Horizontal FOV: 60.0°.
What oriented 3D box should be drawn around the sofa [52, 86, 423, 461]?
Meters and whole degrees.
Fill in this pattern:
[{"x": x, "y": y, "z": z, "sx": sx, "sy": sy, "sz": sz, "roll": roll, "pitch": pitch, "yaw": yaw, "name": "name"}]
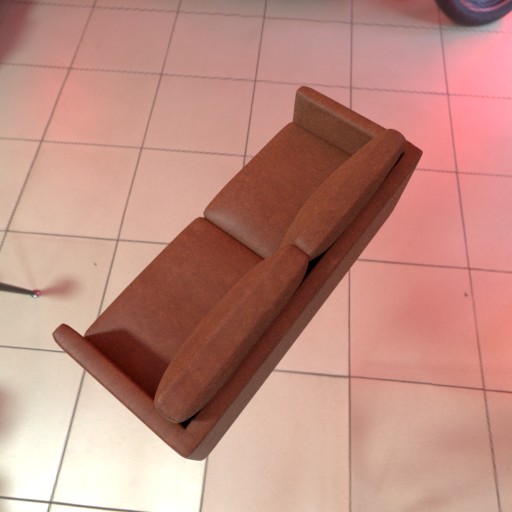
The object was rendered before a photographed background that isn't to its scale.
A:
[{"x": 0.000, "y": 0.000, "z": 2.721, "sx": 0.950, "sy": 0.932, "sz": 2.204, "roll": 35, "pitch": 69, "yaw": 16, "name": "sofa"}]
